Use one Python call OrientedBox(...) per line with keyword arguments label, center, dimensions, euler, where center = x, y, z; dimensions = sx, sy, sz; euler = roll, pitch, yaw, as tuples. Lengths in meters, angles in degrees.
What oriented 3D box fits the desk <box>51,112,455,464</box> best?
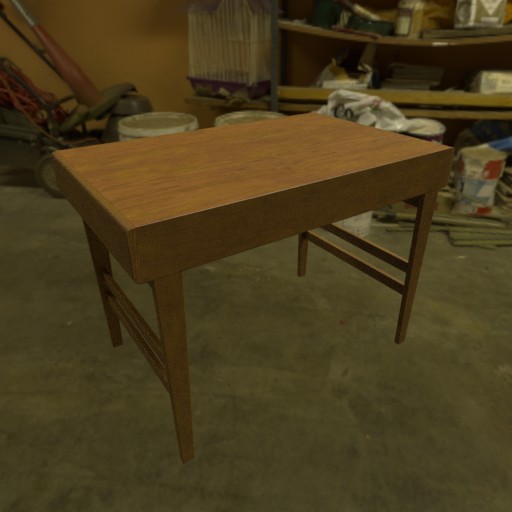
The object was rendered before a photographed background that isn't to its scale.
OrientedBox(label="desk", center=(0.000, 0.000, 1.550), dimensions=(1.066, 0.754, 0.660), euler=(-18, 34, -29))
